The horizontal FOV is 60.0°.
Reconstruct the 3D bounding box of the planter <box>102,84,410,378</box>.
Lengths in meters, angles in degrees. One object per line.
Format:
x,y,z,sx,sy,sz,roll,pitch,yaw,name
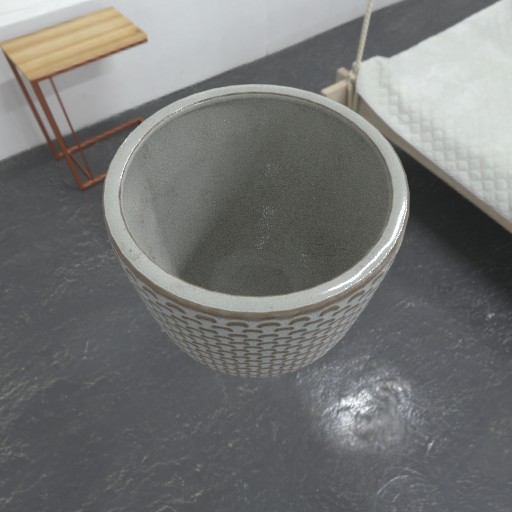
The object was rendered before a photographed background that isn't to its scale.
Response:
0.000,0.000,0.253,0.139,0.130,0.139,0,57,0,planter
